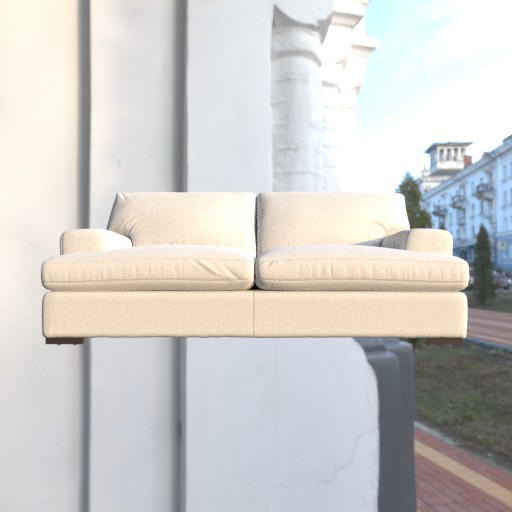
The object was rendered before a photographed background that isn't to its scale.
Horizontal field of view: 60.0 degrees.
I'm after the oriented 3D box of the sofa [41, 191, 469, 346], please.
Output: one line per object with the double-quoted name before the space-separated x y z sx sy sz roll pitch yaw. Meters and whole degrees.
"sofa" 0.000 0.000 2.781 2.261 0.940 1.143 0 -2 0
